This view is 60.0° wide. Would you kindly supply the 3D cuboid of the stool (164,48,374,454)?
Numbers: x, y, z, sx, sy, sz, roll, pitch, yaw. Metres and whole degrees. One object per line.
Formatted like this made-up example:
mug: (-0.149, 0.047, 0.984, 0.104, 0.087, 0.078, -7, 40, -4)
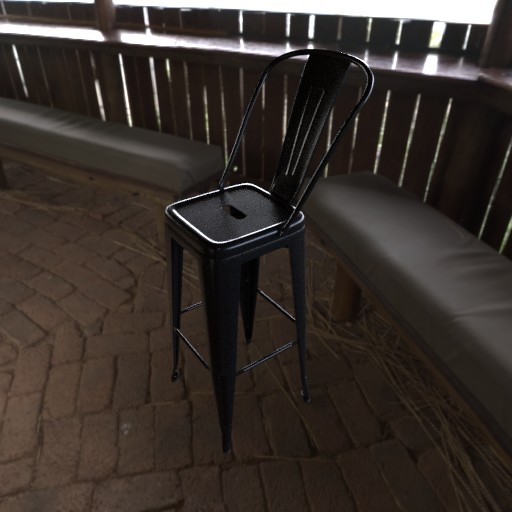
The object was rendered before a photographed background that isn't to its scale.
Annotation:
stool: (0.000, 0.000, 1.339, 0.513, 1.096, 0.399, -21, 39, -29)
